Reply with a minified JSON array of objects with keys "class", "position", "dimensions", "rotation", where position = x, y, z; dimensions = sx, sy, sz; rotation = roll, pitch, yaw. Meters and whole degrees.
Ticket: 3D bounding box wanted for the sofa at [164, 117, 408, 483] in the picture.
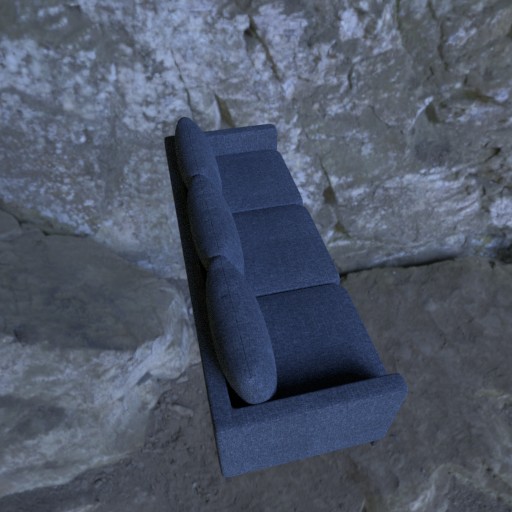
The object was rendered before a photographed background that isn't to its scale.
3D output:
[{"class":"sofa","position":[0.000,0.000,2.694],"dimensions":[0.859,0.874,2.218],"rotation":[-10,47,-9]}]
